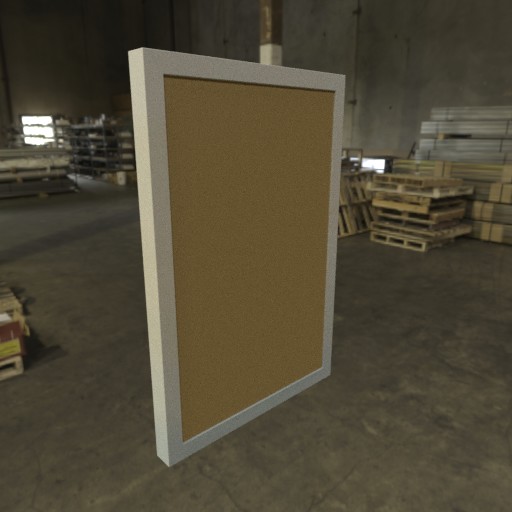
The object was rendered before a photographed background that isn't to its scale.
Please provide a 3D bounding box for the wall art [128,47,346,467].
[{"bbox_3d":[0.000,0.000,0.766,0.408,0.611,0.038,-14,21,-41],"label":"wall art"}]
